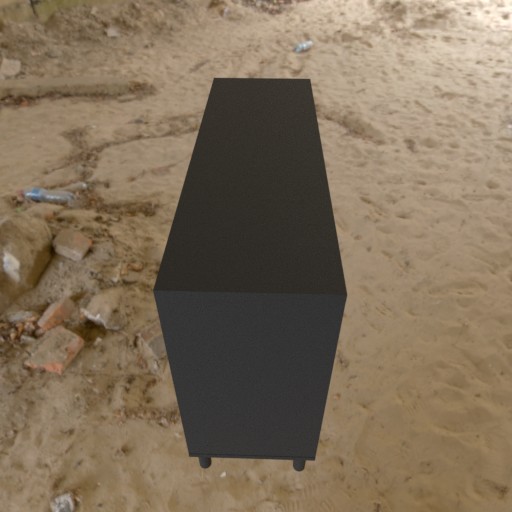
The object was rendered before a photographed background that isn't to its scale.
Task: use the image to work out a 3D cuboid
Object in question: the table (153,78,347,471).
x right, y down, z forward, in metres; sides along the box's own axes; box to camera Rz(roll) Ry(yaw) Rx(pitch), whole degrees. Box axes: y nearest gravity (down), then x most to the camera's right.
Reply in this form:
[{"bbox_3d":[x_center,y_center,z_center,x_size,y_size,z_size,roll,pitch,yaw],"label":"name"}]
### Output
[{"bbox_3d":[0.000,0.000,1.617,0.400,0.855,1.200,1,41,1],"label":"table"}]
